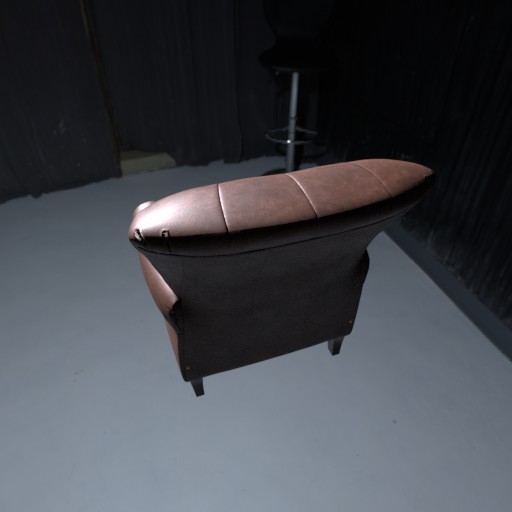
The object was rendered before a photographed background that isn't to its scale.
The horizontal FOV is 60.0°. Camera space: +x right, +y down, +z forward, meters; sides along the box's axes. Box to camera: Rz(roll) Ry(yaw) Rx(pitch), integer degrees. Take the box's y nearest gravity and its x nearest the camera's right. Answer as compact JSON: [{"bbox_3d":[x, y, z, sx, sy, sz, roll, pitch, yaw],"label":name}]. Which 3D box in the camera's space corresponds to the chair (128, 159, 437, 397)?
[{"bbox_3d":[0.000,0.000,1.901,0.979,1.162,1.031,-13,43,-14],"label":"chair"}]
